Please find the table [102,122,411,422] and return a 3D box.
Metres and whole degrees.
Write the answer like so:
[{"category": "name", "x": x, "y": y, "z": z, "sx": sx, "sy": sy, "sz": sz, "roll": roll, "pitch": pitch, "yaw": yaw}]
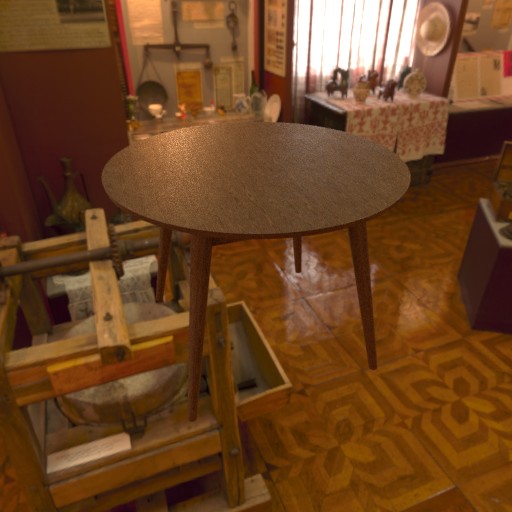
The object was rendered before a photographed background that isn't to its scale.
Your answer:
[{"category": "table", "x": 0.000, "y": 0.000, "z": 1.780, "sx": 1.053, "sy": 0.786, "sz": 1.053, "roll": 0, "pitch": 32, "yaw": 0}]
